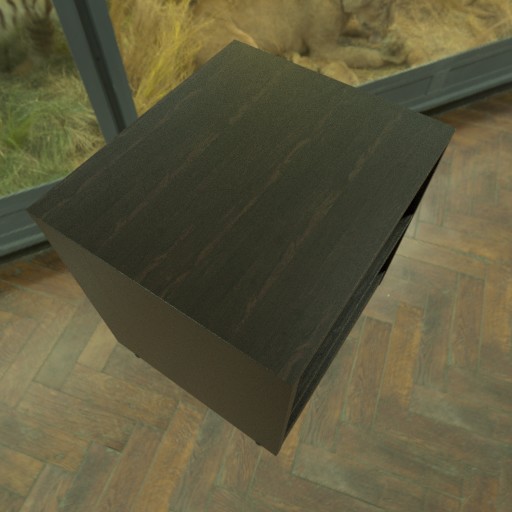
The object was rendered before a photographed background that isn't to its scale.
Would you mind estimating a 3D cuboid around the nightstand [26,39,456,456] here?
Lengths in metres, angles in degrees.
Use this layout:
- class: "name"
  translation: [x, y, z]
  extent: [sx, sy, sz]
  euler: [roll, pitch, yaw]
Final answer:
- class: "nightstand"
  translation: [0.000, 0.000, 0.853]
  extent: [0.427, 0.487, 0.489]
  euler: [30, 62, 18]
